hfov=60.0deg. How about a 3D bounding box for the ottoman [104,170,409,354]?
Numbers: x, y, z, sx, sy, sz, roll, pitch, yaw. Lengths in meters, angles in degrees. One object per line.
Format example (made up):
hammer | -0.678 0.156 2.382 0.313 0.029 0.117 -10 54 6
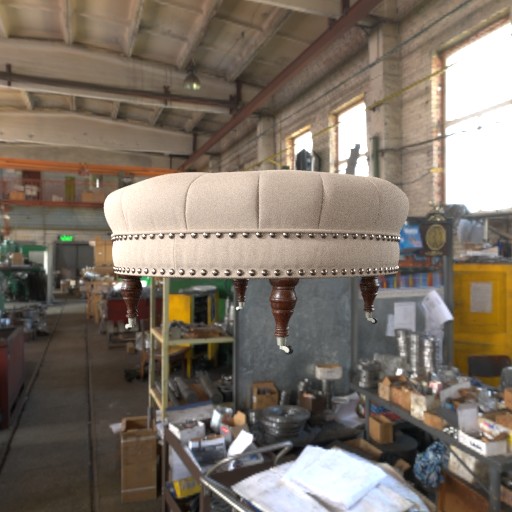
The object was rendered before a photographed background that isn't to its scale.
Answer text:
ottoman | 0.000 0.000 1.381 0.901 0.439 0.901 0 0 0
